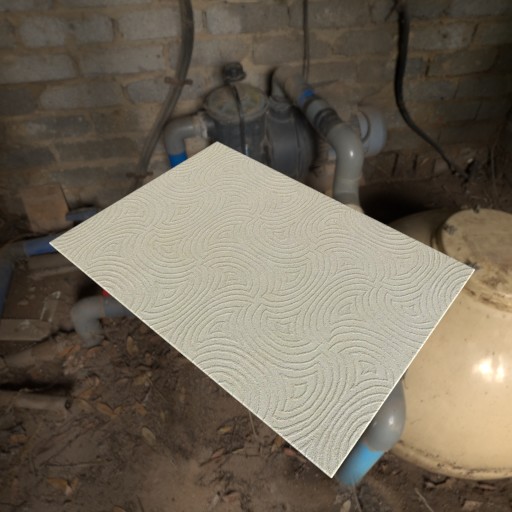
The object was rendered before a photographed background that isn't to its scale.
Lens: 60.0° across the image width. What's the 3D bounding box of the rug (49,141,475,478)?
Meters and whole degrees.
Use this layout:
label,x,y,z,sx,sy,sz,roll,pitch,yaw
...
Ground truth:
label,x,y,z,sx,sy,sz,roll,pitch,yaw
rug,0.000,0.000,2.720,2.132,0.015,1.526,32,54,26
